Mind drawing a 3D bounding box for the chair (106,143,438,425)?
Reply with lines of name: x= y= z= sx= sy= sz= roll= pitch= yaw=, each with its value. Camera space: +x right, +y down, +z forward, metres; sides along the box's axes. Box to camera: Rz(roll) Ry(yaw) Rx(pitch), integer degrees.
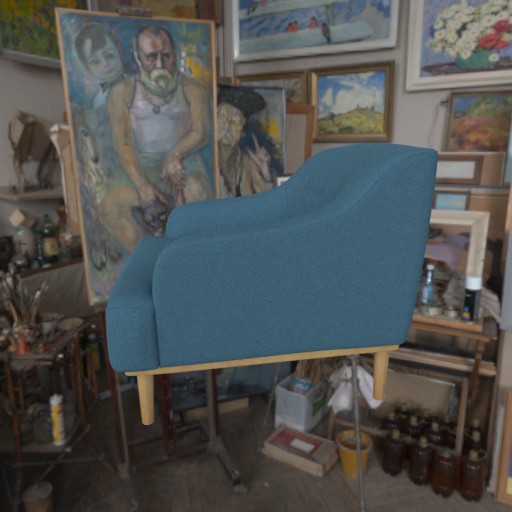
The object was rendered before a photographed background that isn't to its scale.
chair: x=0.000 y=0.000 z=1.653 sx=0.951 sy=0.818 sz=0.946 roll=-2 pitch=13 yaw=-8
